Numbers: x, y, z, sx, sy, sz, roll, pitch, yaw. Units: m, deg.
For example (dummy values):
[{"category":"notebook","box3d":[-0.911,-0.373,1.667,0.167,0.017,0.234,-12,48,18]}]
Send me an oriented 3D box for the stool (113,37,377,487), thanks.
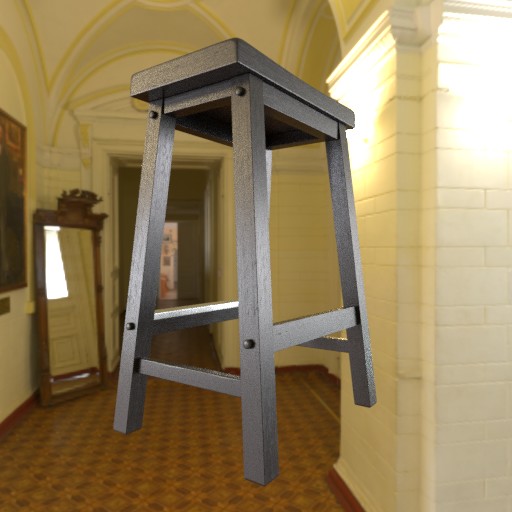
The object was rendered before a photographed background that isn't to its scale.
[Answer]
[{"category":"stool","box3d":[0.000,0.000,0.842,0.322,0.610,0.406,0,0,36]}]
